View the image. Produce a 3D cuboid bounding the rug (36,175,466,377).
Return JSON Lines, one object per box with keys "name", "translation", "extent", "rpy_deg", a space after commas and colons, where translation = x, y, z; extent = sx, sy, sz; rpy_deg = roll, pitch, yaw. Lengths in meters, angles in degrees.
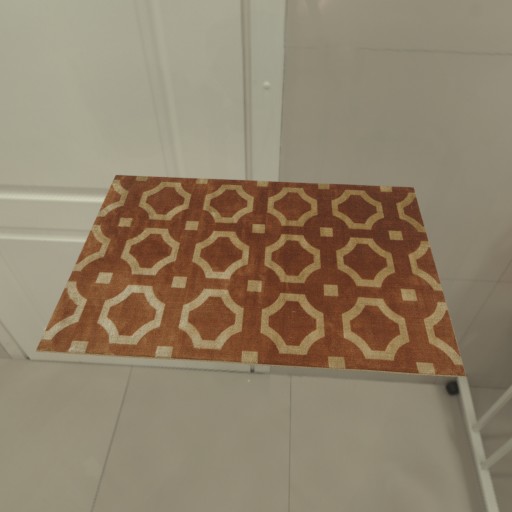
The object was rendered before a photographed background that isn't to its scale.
{"name": "rug", "translation": [0.000, 0.000, 2.865], "extent": [2.286, 0.016, 1.555], "rpy_deg": [3, 48, 3]}
